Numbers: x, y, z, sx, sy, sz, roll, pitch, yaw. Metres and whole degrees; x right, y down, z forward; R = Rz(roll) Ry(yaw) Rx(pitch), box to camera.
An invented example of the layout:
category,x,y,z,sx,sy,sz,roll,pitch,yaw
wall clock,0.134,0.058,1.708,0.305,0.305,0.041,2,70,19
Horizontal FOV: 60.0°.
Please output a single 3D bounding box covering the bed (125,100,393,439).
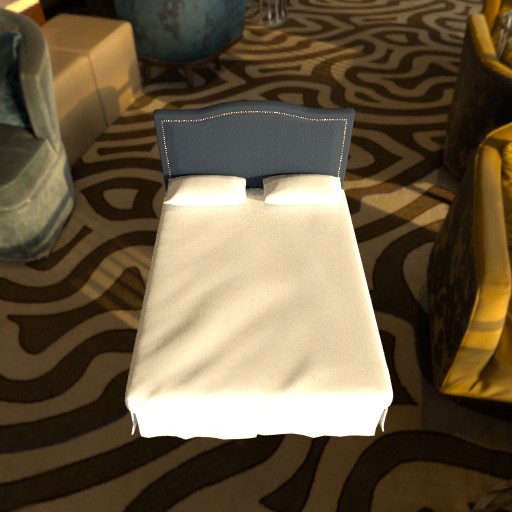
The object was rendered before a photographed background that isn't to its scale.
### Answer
category,x,y,z,sx,sy,sz,roll,pitch,yaw
bed,0.000,0.000,3.444,1.821,1.436,2.282,-1,46,-1
